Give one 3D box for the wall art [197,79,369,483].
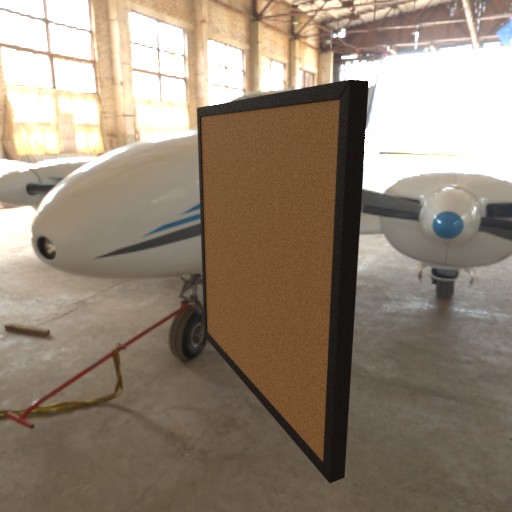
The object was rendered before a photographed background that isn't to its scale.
[{"bbox_3d":[0.000,0.000,1.134,0.037,0.763,0.763,-7,16,-25],"label":"wall art"}]
